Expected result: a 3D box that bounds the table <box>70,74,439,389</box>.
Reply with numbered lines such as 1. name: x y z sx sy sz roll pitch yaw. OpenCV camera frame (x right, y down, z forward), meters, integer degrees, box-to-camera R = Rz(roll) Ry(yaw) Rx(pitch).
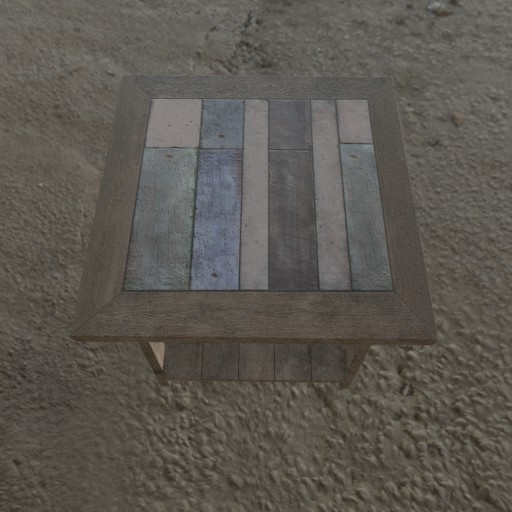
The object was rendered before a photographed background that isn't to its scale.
1. table: 0.000 0.000 1.139 0.610 0.610 0.610 1 63 0
